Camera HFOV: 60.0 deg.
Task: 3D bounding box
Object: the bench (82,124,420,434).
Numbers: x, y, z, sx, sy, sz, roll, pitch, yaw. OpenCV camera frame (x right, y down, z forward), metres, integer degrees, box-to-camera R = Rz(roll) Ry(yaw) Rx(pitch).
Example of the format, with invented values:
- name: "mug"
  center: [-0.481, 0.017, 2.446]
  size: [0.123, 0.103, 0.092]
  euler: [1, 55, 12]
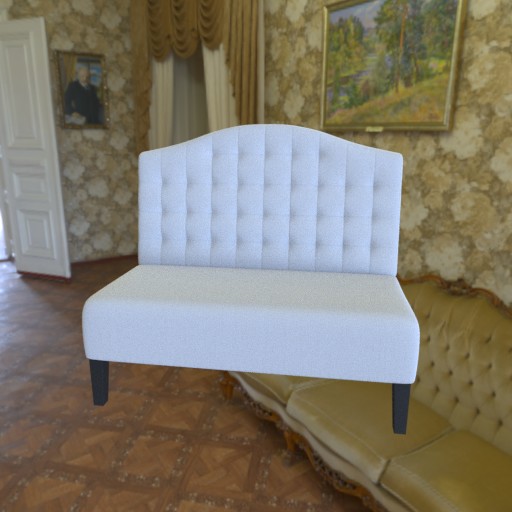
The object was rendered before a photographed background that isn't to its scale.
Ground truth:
- name: "bench"
  center: [0.000, 0.000, 2.032]
  size: [1.335, 1.180, 0.815]
  euler: [2, 15, 8]
